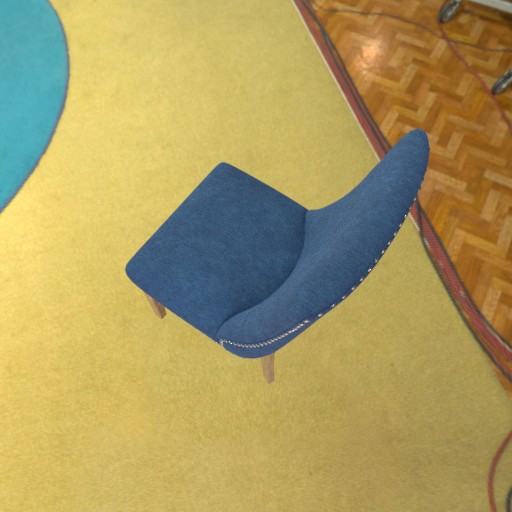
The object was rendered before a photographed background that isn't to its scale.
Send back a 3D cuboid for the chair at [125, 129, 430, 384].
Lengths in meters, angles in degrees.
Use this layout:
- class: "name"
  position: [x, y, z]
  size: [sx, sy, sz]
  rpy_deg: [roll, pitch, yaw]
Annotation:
- class: "chair"
  position: [0.000, 0.000, 1.246]
  size: [0.610, 0.902, 0.495]
  rpy_deg: [32, 67, 15]
